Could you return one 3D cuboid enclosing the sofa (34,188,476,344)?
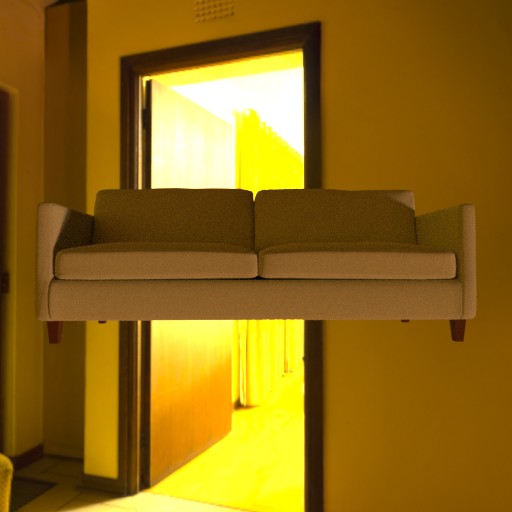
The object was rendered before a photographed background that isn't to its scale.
[{"bbox_3d":[0.000,0.000,2.860,2.434,0.965,0.948,0,-1,-2],"label":"sofa"}]
